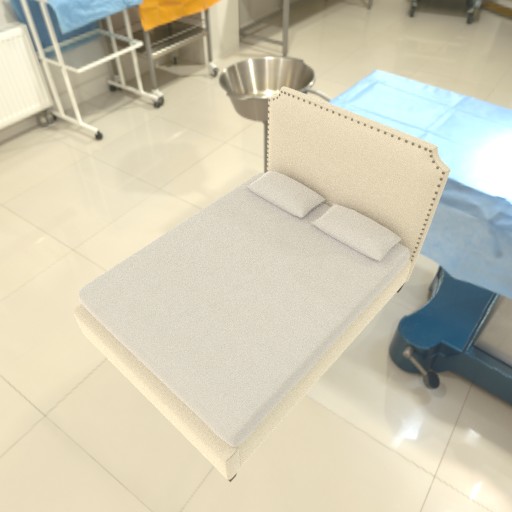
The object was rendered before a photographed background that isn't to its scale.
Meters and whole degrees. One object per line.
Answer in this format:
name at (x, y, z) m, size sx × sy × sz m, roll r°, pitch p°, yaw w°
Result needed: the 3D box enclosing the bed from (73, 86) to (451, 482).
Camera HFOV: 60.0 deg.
bed at (0.000, 0.000, 3.423) m, size 1.712 × 1.497 × 2.372 m, roll 33°, pitch 54°, yaw 28°
